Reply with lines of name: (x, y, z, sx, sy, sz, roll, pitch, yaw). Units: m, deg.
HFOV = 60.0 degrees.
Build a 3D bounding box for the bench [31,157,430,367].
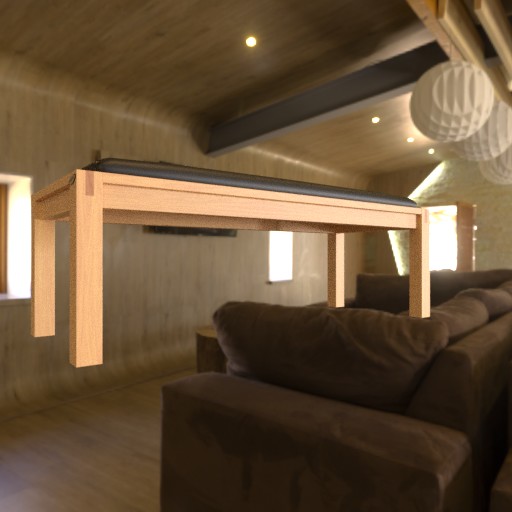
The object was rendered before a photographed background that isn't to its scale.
bench: (0.000, 0.000, 1.389, 1.202, 0.430, 0.450, 0, 0, -37)
